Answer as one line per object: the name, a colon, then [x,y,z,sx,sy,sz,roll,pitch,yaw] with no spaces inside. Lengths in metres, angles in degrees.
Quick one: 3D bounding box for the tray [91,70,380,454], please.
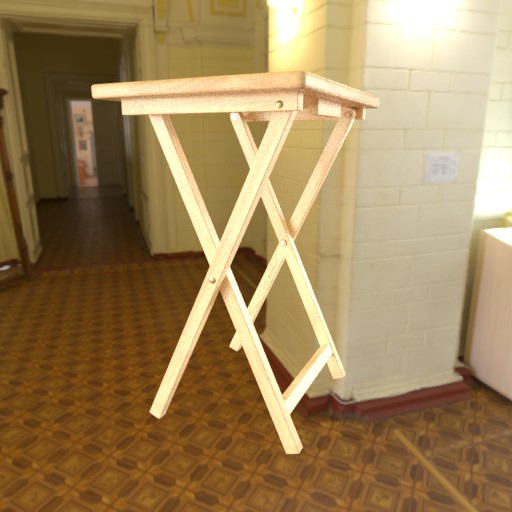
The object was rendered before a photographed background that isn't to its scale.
tray: [0.000,0.000,0.948,0.381,0.660,0.483,7,17,25]
